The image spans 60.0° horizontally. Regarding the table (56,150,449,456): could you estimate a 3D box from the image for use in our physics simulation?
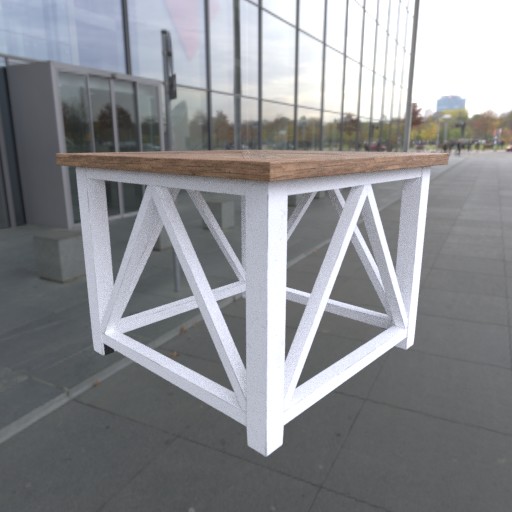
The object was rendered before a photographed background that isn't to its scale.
[{"bbox_3d":[0.000,0.000,1.179,0.700,0.532,0.700,13,19,41],"label":"table"}]
